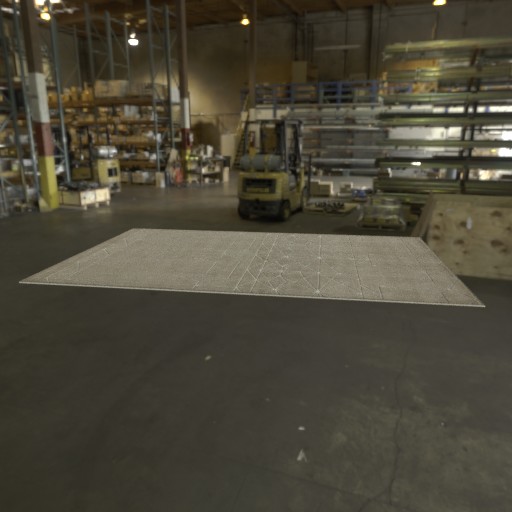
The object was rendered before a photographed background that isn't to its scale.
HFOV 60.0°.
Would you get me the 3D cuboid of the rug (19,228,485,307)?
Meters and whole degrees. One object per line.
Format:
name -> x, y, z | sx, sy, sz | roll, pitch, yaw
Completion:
rug -> 0.000, 0.000, 3.015 | 2.438, 0.012, 1.524 | 2, 15, 8
